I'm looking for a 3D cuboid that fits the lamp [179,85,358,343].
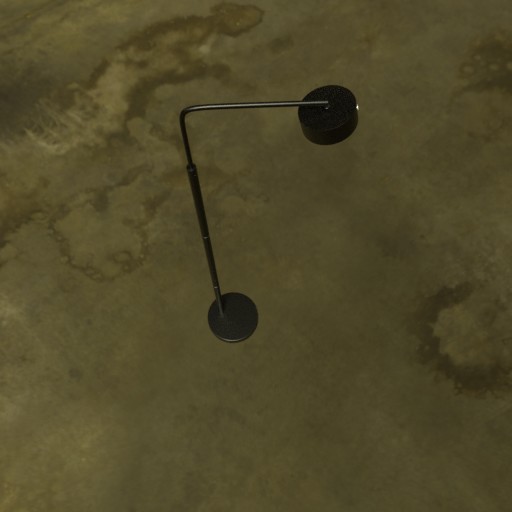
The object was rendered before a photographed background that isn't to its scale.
[{"bbox_3d":[0.000,0.000,1.398,0.418,1.230,0.219,-2,64,-1],"label":"lamp"}]
